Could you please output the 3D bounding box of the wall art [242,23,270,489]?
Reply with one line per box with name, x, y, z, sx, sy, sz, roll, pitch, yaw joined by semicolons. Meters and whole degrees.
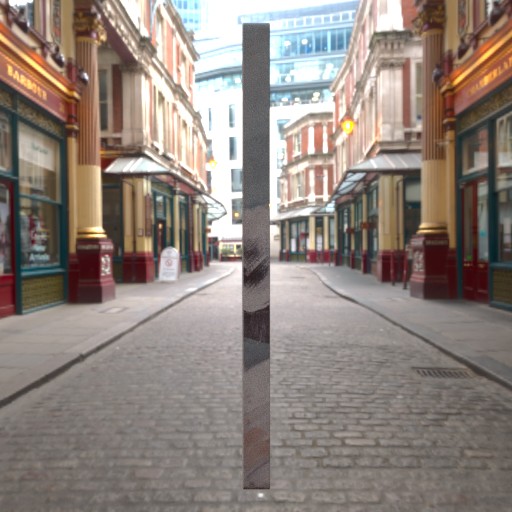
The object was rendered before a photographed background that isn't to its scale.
wall art;0.000;0.000;0.806;0.037;0.613;0.455;0;0;0
